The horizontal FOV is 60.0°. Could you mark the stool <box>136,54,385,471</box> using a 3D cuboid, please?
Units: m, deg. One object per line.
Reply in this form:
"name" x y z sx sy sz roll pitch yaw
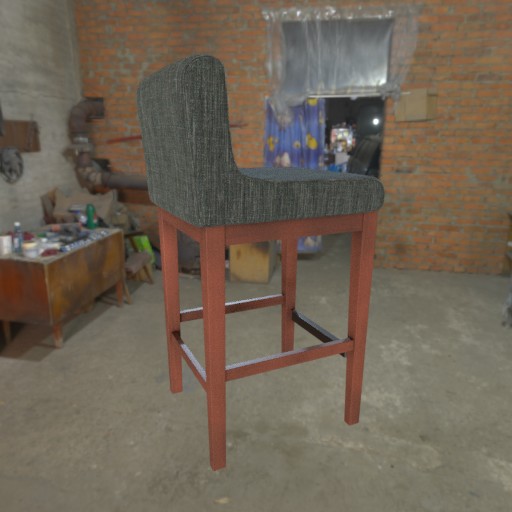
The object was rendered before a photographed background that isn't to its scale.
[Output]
"stool" 0.000 0.000 1.079 0.459 0.835 0.395 -7 17 -25
